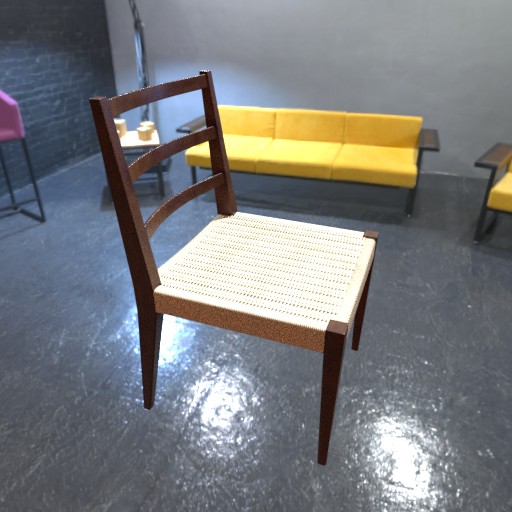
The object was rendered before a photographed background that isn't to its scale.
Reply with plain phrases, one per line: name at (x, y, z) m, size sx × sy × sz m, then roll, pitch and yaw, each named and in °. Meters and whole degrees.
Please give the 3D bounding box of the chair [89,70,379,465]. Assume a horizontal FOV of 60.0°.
chair at (0.000, 0.000, 1.133) m, size 0.551 × 0.813 × 0.480 m, roll 11°, pitch 31°, yaw 18°
